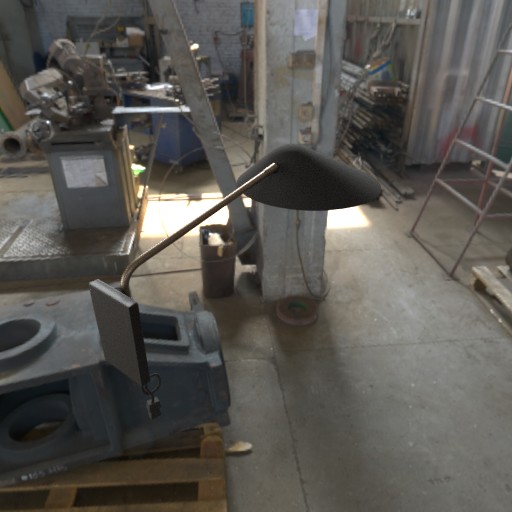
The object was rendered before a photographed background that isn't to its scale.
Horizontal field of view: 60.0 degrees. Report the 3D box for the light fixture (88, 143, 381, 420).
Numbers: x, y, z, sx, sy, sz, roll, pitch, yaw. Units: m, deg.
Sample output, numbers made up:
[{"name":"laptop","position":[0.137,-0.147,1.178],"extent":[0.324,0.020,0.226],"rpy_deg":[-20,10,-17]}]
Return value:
[{"name":"light fixture","position":[0.000,0.000,0.690],"extent":[0.240,0.312,0.516],"rpy_deg":[21,36,33]}]
